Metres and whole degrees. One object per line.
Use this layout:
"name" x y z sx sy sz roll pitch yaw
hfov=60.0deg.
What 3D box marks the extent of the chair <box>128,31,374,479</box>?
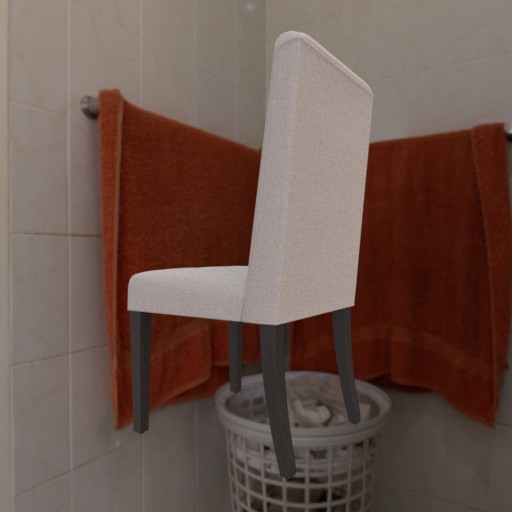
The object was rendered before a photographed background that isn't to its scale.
"chair" 0.000 0.000 1.238 0.523 0.961 0.474 0 1 35
